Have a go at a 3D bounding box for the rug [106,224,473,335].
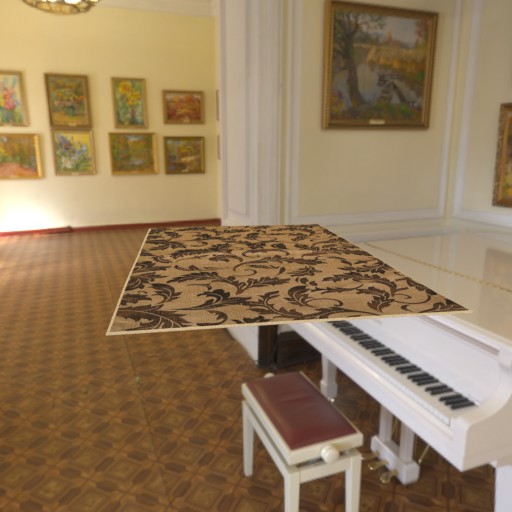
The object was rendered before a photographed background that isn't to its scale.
[{"bbox_3d":[0.000,0.000,2.869,1.522,0.008,2.284,-2,14,-9],"label":"rug"}]
